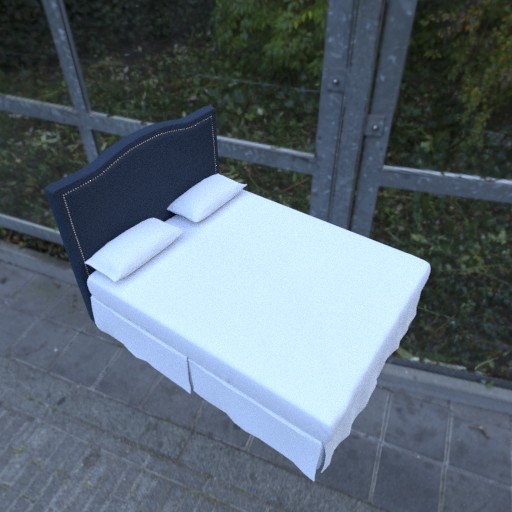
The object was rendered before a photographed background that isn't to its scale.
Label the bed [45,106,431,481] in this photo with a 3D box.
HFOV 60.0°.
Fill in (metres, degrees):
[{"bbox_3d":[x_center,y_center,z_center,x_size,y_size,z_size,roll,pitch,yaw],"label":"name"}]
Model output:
[{"bbox_3d":[0.000,0.000,3.387,2.282,1.436,1.821,25,47,26],"label":"bed"}]
